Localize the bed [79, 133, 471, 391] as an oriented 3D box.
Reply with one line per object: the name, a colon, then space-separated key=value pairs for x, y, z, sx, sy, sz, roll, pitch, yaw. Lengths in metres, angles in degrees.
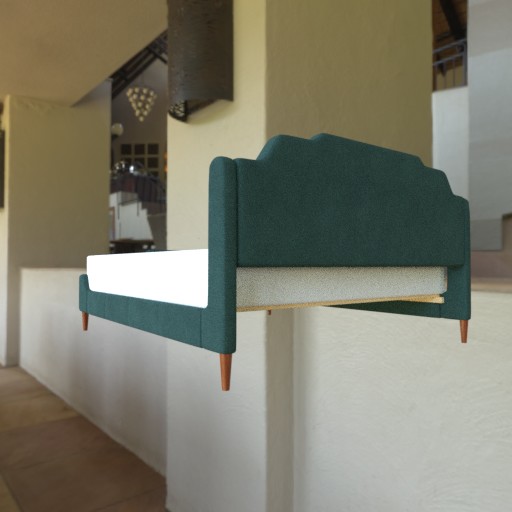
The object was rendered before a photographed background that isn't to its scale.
bed: x=0.000 y=0.000 z=3.469 sx=2.074 sy=1.245 sz=2.340 roll=1 pitch=-1 yaw=-36
